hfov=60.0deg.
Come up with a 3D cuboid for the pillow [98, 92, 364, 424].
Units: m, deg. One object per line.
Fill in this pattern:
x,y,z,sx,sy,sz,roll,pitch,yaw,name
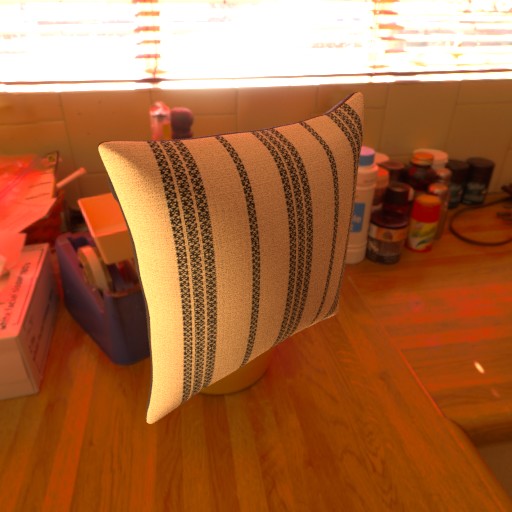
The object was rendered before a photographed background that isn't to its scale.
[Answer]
0.000,0.000,0.641,0.405,0.406,0.173,-23,38,-34,pillow
